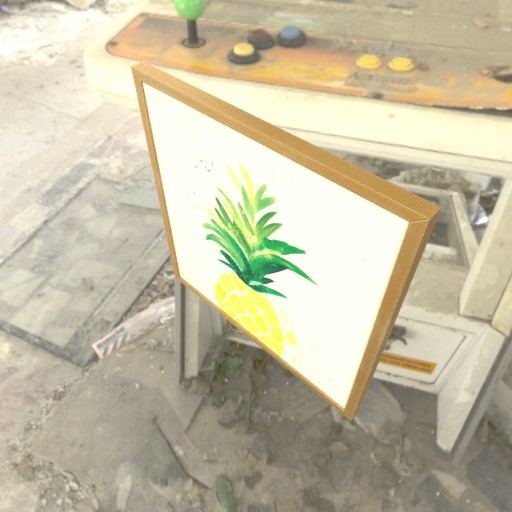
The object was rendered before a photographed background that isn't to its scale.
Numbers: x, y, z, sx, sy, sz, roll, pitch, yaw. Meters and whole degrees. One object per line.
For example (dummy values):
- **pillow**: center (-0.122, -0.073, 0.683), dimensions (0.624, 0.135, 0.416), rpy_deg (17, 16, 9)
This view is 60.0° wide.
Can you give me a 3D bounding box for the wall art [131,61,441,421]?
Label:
- **wall art**: center (0.000, 0.000, 1.140), dimensions (0.762, 0.760, 0.037), rpy_deg (35, 56, 28)
